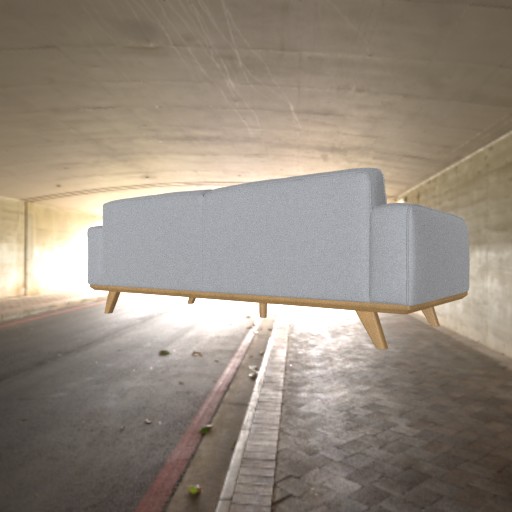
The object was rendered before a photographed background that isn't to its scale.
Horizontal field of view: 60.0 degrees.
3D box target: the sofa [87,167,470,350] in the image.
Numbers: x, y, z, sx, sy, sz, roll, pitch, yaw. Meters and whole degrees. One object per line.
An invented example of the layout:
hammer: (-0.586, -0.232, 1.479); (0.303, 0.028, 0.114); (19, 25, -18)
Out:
sofa: (0.000, 0.000, 2.748); (2.270, 0.781, 0.956); (0, 0, 37)
